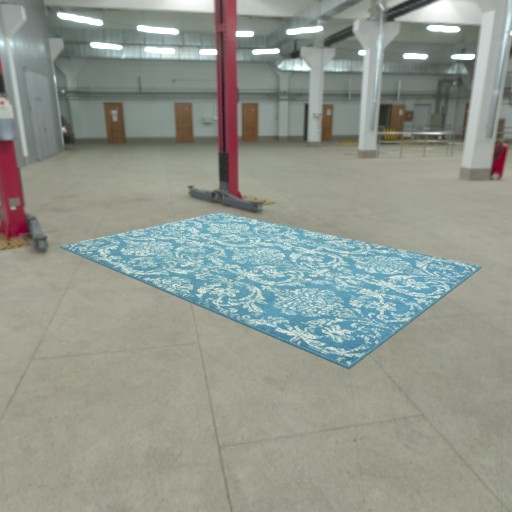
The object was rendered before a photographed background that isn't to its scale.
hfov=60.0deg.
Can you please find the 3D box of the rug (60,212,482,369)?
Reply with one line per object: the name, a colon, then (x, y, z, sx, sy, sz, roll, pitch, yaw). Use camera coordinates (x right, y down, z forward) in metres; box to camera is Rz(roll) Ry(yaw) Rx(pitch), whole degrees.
rug: (0.000, 0.000, 3.430, 2.746, 0.018, 1.816, 15, 23, 40)
